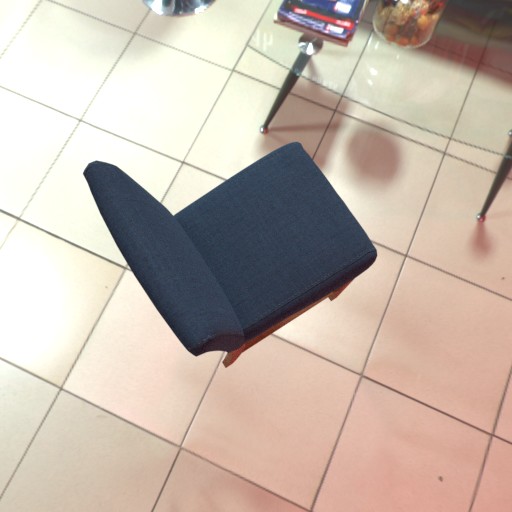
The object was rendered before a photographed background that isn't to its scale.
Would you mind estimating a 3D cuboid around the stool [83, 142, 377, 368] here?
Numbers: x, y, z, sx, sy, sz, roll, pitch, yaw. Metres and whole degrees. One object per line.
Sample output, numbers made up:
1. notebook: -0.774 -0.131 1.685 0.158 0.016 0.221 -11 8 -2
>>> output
1. stool: 0.000 0.000 1.370 0.574 1.088 0.454 -32 77 -8
